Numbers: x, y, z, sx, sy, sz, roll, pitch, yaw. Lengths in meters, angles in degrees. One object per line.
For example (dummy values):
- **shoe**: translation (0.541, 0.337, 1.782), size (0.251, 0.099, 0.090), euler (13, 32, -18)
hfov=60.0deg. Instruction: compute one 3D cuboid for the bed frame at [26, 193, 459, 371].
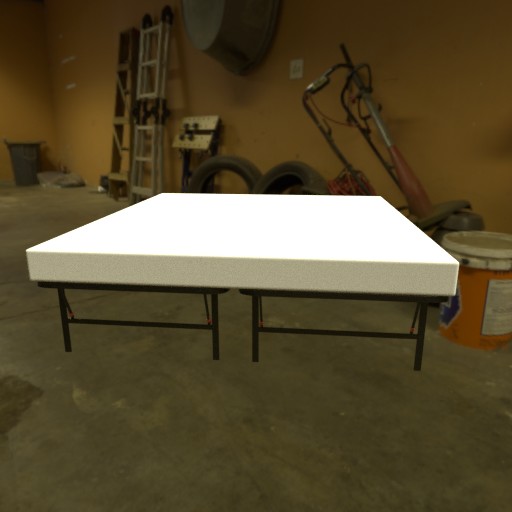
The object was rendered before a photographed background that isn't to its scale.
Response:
- **bed frame**: translation (0.000, 0.000, 2.997), size (1.930, 0.559, 2.032), euler (2, 16, 6)
